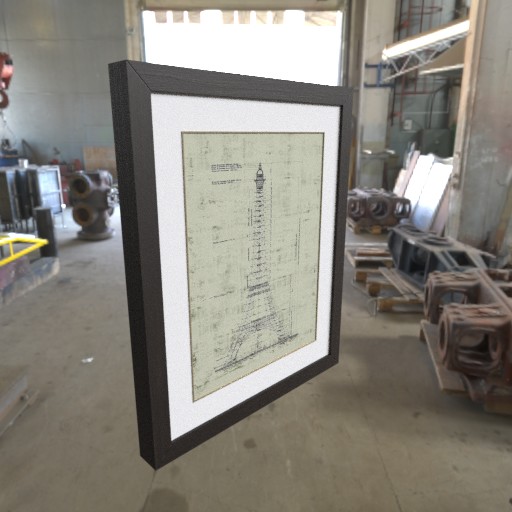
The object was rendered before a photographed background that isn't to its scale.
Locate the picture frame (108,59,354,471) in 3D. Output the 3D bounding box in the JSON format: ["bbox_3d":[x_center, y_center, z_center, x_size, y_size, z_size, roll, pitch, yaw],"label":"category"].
[{"bbox_3d":[0.000,0.000,0.741,0.452,0.555,0.044,-15,21,-42],"label":"picture frame"}]
